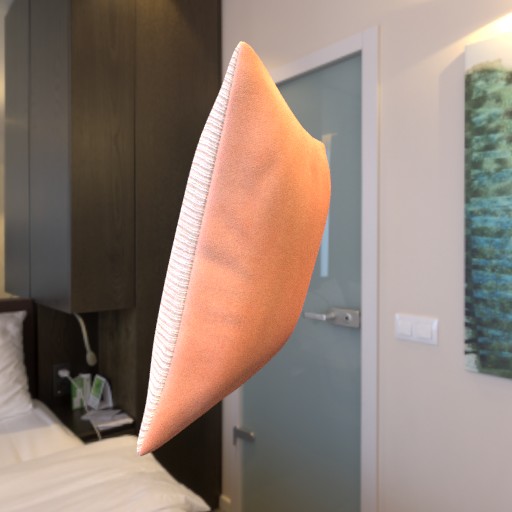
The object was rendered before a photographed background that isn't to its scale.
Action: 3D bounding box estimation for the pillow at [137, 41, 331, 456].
[{"bbox_3d":[0.000,0.000,0.625,0.177,0.401,0.424,0,1,18],"label":"pillow"}]
